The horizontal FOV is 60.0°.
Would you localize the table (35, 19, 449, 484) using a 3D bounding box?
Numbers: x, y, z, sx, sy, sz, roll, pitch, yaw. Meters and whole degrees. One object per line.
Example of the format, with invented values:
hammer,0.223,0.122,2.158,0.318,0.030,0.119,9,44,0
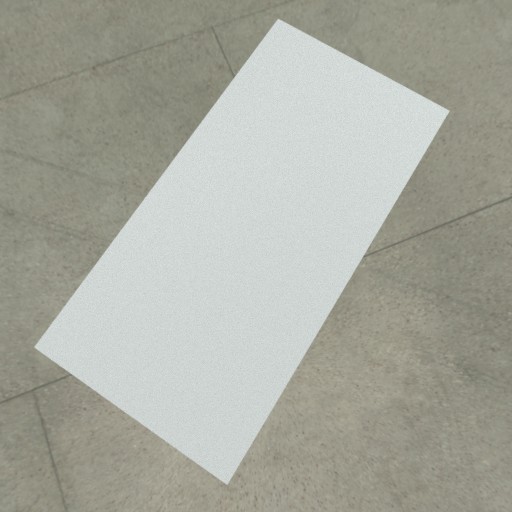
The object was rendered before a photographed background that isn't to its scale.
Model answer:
table,0.000,0.000,1.337,0.498,0.660,0.991,32,78,7
